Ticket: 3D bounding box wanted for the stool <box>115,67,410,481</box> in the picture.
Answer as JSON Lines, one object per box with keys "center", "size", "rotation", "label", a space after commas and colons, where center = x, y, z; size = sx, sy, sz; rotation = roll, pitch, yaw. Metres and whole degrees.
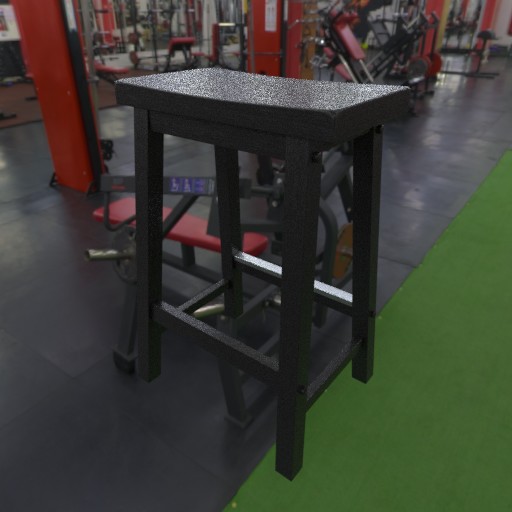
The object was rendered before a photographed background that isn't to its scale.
{"center": [0.000, 0.000, 0.831], "size": [0.406, 0.610, 0.322], "rotation": [21, 35, 33], "label": "stool"}
